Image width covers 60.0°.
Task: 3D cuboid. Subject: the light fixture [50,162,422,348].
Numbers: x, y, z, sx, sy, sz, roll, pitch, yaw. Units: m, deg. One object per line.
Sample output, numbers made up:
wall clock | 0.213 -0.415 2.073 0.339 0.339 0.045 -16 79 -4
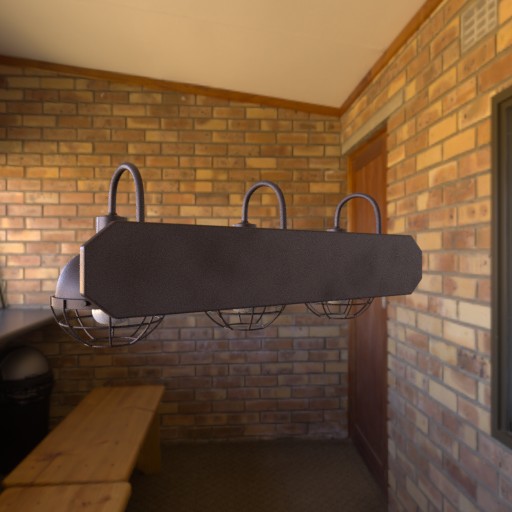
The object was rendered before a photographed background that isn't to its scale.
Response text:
light fixture | 0.000 0.000 0.761 0.634 0.254 0.229 0 0 -37
